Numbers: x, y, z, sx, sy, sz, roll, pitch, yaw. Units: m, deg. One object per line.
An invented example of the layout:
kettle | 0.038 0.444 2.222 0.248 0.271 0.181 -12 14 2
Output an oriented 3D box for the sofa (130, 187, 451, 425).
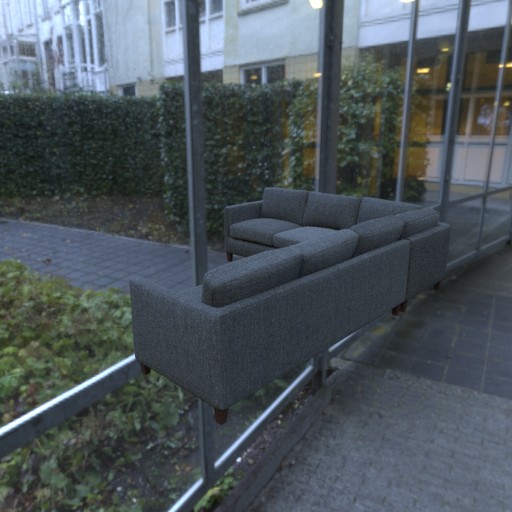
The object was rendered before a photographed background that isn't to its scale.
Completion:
sofa | 0.000 0.000 4.416 2.593 0.947 3.302 15 22 42
